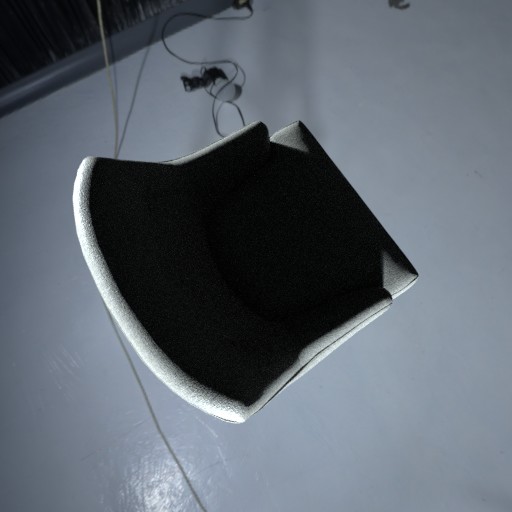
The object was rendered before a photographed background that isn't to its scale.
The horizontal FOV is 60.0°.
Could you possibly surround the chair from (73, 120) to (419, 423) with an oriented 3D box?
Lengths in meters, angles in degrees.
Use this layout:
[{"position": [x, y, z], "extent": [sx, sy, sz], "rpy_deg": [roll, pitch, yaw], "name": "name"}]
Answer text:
[{"position": [0.000, 0.000, 1.588], "extent": [0.923, 0.856, 0.864], "rpy_deg": [-32, 76, -9], "name": "chair"}]
